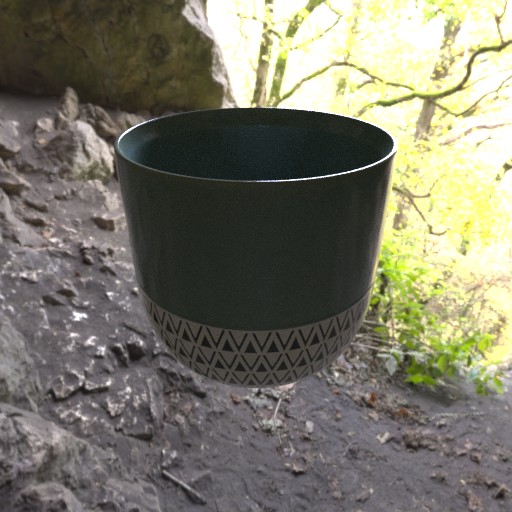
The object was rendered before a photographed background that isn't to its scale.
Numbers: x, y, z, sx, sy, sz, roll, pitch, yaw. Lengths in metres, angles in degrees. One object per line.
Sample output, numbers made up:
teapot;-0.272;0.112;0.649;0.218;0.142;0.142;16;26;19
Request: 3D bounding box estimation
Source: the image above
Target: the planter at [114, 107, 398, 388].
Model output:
planter;0.000;0.000;0.495;0.266;0.270;0.266;0;30;0
